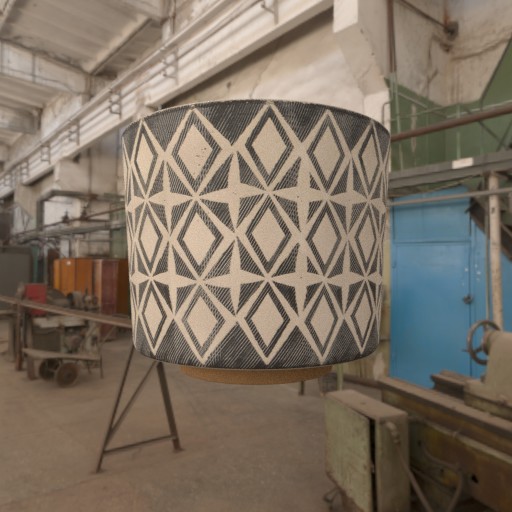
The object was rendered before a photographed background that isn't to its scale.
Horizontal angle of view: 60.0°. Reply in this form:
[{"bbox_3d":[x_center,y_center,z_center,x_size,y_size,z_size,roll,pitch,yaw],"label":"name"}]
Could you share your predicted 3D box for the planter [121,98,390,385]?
[{"bbox_3d":[0.000,0.000,0.445,0.260,0.220,0.260,0,-2,0],"label":"planter"}]
